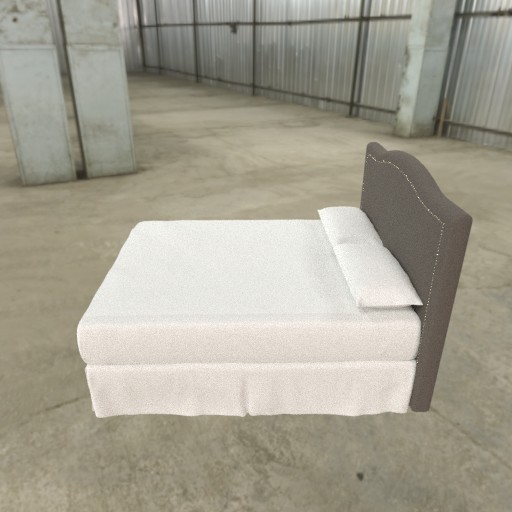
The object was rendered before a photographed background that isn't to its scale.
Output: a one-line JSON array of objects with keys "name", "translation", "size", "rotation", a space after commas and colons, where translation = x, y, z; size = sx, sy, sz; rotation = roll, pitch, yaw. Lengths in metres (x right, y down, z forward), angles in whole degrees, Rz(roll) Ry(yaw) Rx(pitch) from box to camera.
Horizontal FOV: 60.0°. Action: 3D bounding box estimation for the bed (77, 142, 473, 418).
[{"name": "bed", "translation": [0.000, 0.000, 3.061], "size": [2.036, 1.387, 1.666], "rotation": [0, 26, -1]}]
